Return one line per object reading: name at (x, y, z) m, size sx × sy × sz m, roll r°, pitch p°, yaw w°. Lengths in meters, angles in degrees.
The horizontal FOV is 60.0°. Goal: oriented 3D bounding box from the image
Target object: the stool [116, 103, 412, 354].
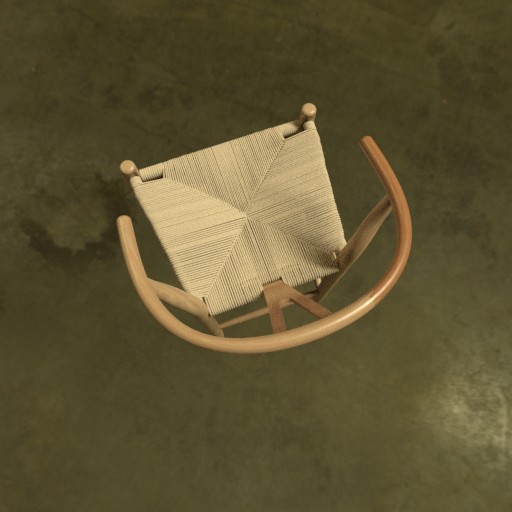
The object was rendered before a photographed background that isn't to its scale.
stool at (0.000, 0.000, 1.233) m, size 0.536 × 0.923 × 0.575 m, roll -19°, pitch 75°, yaw -5°
